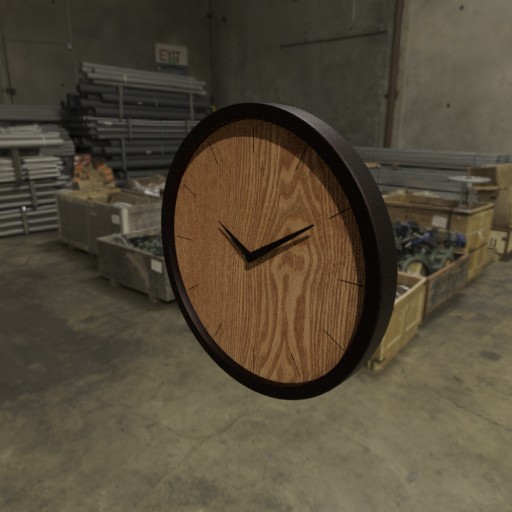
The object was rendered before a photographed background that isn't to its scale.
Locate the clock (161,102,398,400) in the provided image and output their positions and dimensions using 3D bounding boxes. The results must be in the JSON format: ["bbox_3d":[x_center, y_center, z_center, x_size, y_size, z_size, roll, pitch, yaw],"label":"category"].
[{"bbox_3d":[0.000,0.000,0.479,0.314,0.314,0.029,15,22,42],"label":"clock"}]
